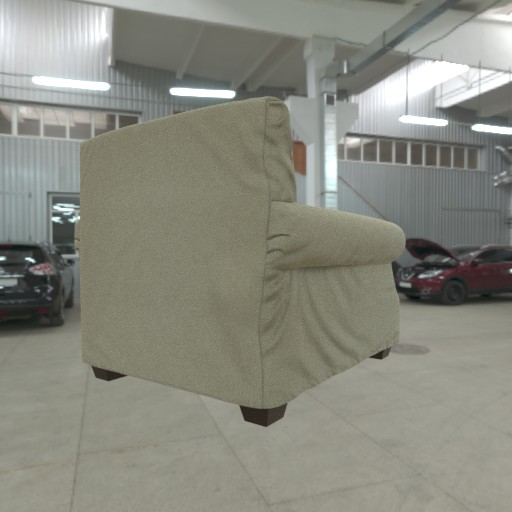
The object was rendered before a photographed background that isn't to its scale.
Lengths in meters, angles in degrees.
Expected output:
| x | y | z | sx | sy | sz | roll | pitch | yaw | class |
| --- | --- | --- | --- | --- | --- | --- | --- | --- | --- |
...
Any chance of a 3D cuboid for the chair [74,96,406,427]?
| x | y | z | sx | sy | sz | roll | pitch | yaw | class |
| --- | --- | --- | --- | --- | --- | --- | --- | --- | --- |
| 0.000 | 0.000 | 1.736 | 0.940 | 0.866 | 1.066 | 1 | 2 | 36 | chair |
